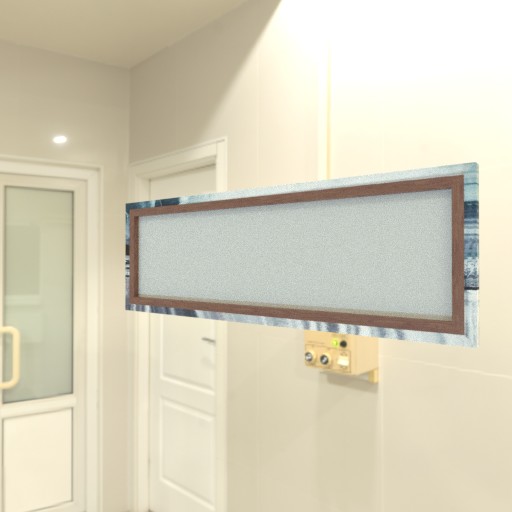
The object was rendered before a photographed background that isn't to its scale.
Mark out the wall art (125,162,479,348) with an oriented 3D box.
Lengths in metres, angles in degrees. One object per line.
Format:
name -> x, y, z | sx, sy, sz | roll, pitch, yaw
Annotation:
wall art -> 0.000, 0.000, 1.676 | 1.524, 0.509, 0.037 | 0, -1, 37
